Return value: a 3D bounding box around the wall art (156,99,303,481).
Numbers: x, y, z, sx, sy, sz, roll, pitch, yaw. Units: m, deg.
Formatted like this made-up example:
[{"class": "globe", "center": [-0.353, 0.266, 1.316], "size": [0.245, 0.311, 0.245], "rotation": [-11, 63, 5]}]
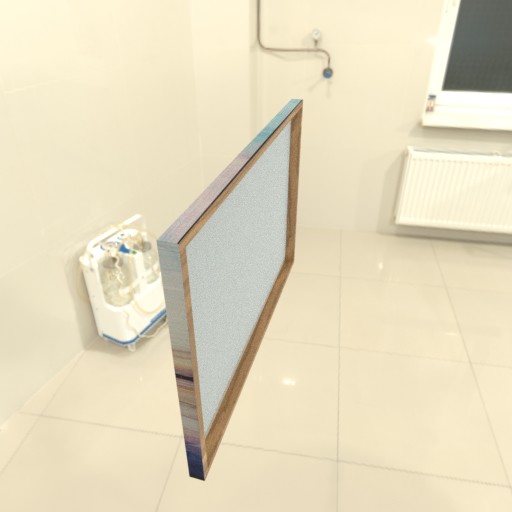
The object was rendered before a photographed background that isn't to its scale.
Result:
[{"class": "wall art", "center": [0.000, 0.000, 1.178], "size": [0.037, 0.605, 0.911], "rotation": [9, 34, 14]}]
